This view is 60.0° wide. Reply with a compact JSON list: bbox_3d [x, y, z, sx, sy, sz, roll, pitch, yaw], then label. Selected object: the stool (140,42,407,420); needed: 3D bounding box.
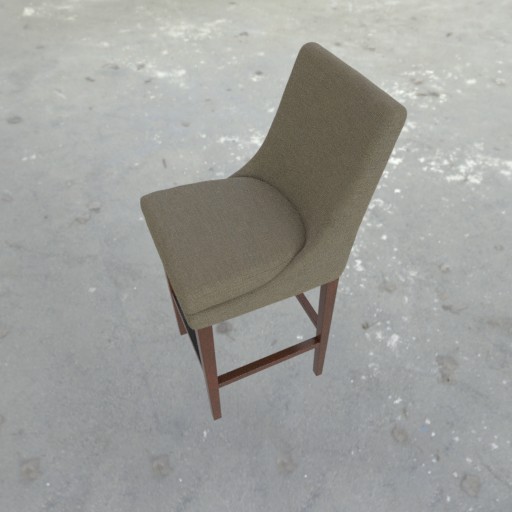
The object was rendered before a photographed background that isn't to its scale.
[{"bbox_3d":[0.000,0.000,1.382,0.577,1.078,0.470,-18,49,-16],"label":"stool"}]
